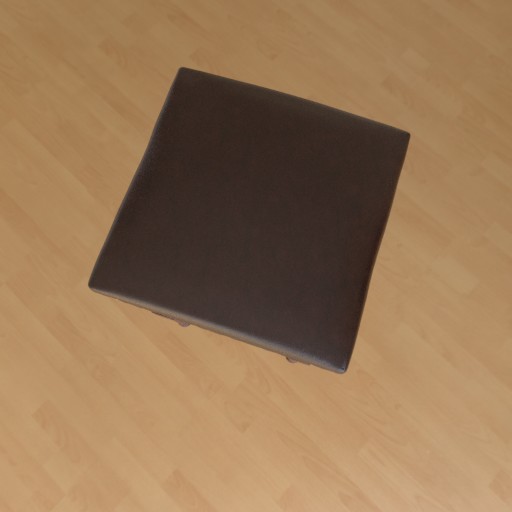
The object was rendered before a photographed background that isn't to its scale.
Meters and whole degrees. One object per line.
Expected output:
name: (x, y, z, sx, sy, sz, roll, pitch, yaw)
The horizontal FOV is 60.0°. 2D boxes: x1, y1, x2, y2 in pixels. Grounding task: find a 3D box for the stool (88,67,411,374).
stool: (0.000, 0.000, 0.940, 0.383, 0.702, 0.382, 18, 77, 4)
